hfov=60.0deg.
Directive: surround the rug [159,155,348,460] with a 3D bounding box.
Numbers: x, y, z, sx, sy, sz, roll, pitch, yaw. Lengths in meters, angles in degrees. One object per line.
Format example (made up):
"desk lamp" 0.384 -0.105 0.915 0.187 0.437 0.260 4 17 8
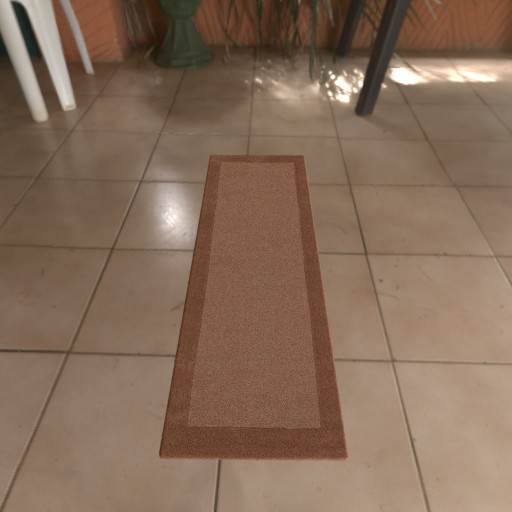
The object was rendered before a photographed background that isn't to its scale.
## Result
"rug" 0.000 0.000 2.682 0.764 0.017 2.439 0 42 0
